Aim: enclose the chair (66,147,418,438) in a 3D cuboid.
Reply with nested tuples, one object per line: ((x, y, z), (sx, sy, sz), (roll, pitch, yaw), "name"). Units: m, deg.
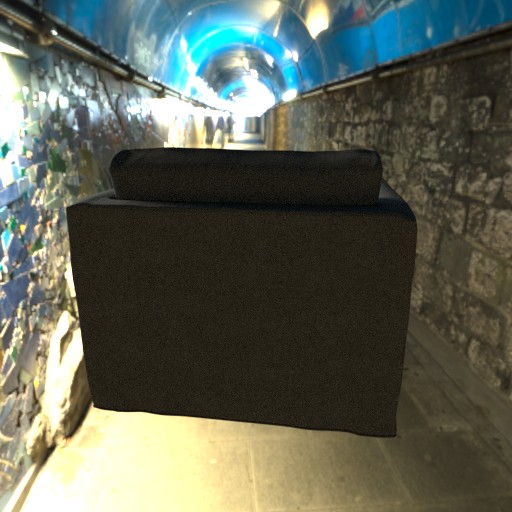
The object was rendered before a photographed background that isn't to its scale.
((0.000, 0.000, 1.758), (1.057, 0.863, 0.949), (3, 17, 8), "chair")
